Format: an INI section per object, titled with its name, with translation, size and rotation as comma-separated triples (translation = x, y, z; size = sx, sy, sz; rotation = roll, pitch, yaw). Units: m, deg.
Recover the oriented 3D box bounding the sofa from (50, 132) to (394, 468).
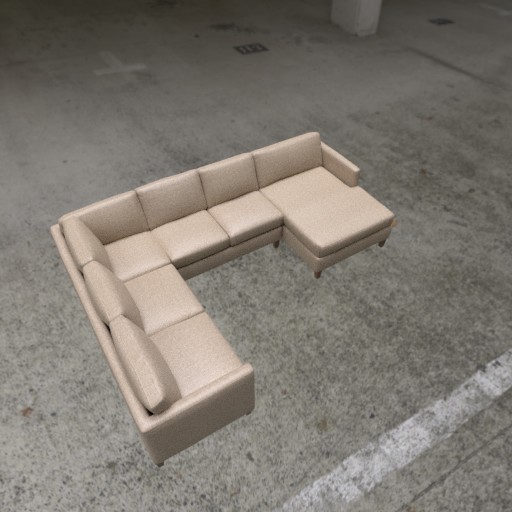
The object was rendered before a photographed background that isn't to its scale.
[sofa]
translation = 0.000, 0.000, 4.613
size = 3.460, 0.961, 2.594
rotation = -24, 49, -22
